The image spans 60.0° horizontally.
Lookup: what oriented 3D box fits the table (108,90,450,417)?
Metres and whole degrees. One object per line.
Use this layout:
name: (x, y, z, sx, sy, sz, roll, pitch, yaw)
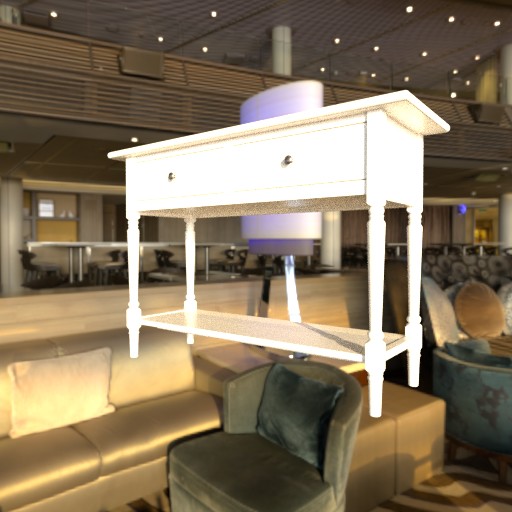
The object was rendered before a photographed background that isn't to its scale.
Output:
table: (0.000, 0.000, 1.566, 1.191, 0.814, 0.386, 1, 2, 37)
